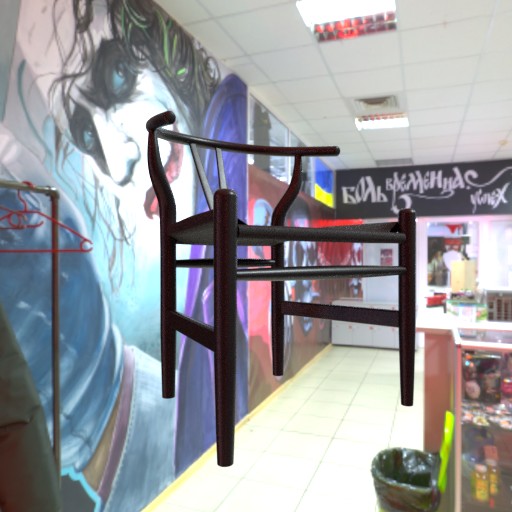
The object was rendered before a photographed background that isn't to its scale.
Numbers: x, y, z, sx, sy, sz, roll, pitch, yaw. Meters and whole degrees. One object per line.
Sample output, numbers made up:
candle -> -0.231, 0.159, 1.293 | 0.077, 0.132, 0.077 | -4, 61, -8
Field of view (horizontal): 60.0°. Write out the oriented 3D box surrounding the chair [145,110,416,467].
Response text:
chair -> 0.000, 0.000, 1.150 | 0.569, 0.730, 0.579 | 0, 0, -36
